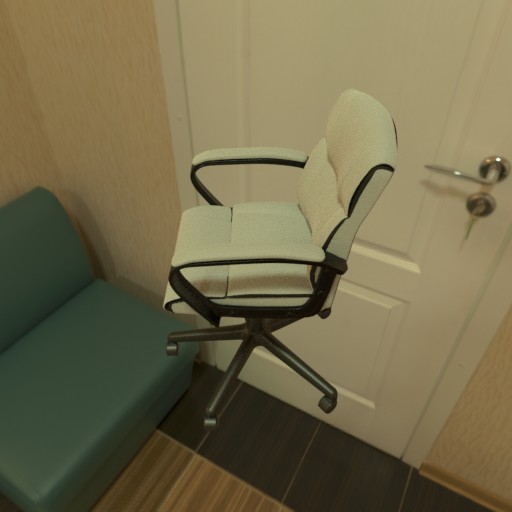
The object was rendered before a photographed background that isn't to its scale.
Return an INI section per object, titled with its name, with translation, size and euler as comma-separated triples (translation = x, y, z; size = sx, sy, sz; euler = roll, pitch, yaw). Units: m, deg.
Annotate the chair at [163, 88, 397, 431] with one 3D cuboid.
[chair]
translation = 0.000, 0.000, 1.481
size = 0.717, 1.004, 0.739
euler = 0, 41, 0
